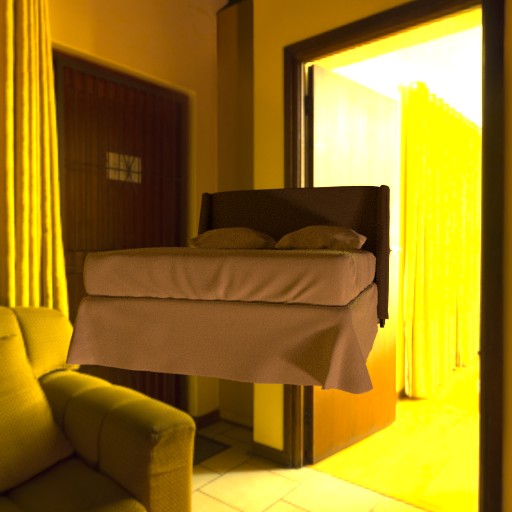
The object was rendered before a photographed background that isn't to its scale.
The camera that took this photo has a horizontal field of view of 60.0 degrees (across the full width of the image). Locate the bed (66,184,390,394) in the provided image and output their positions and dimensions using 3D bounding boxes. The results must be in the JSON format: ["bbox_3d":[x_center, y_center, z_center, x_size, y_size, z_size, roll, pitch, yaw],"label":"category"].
[{"bbox_3d":[0.000,0.000,3.457,1.925,1.332,2.276,0,1,19],"label":"bed"}]
